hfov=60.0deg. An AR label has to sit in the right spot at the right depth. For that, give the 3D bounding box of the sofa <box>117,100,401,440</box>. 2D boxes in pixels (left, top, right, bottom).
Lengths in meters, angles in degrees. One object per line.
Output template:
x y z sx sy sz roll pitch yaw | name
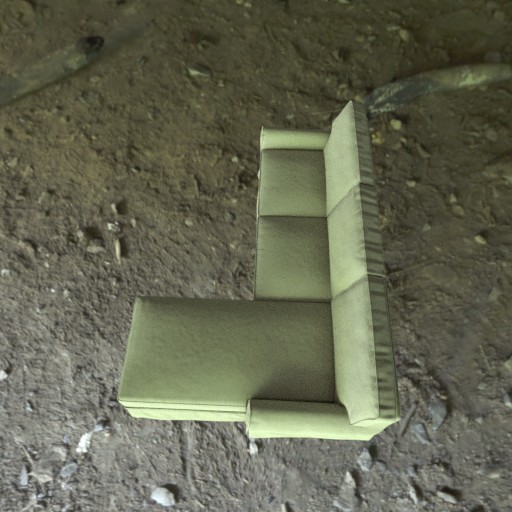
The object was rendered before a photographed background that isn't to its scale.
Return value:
0.000 0.000 3.328 1.733 0.978 2.475 2 61 1 | sofa
